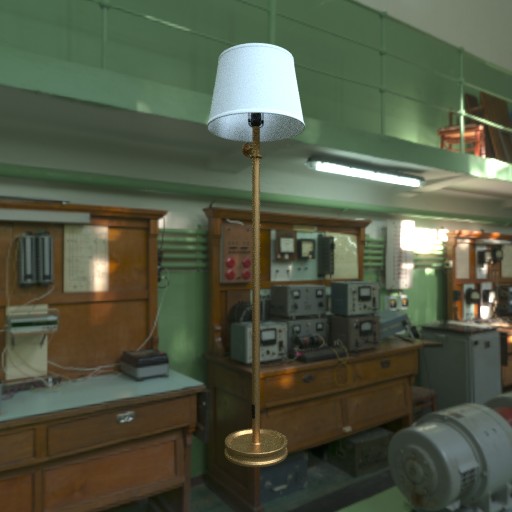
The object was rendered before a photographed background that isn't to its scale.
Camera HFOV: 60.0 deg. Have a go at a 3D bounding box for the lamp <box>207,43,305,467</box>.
[{"bbox_3d":[0.000,0.000,0.804,0.178,0.710,0.178,0,-1,0],"label":"lamp"}]
